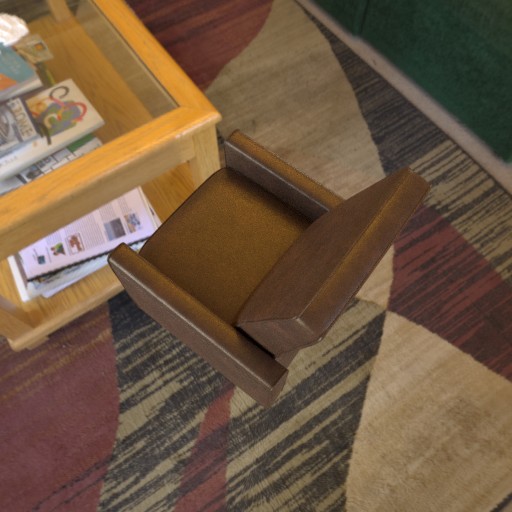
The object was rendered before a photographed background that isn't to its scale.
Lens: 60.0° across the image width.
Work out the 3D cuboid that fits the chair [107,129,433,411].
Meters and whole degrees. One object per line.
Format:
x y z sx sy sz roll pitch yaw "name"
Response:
0.000 0.000 1.553 0.746 1.013 0.705 35 69 15 "chair"
